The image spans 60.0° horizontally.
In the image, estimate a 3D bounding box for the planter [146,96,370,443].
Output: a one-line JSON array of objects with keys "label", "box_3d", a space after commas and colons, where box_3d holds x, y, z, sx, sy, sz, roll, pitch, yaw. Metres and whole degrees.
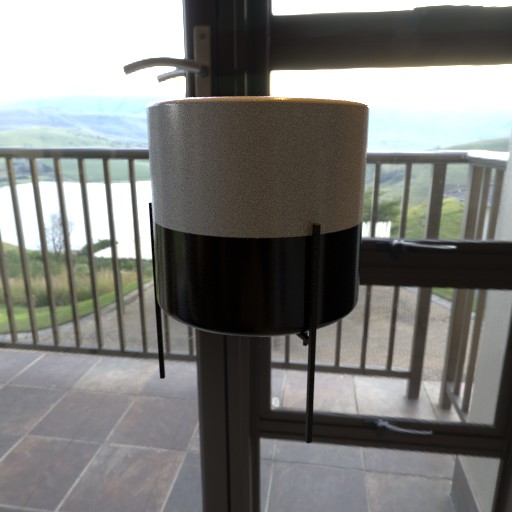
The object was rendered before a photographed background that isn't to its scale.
[{"label": "planter", "box_3d": [0.000, 0.000, 0.665, 0.310, 0.432, 0.310, -3, 16, -9]}]
